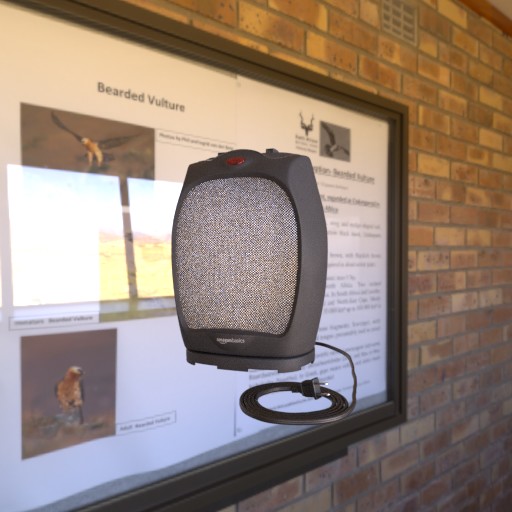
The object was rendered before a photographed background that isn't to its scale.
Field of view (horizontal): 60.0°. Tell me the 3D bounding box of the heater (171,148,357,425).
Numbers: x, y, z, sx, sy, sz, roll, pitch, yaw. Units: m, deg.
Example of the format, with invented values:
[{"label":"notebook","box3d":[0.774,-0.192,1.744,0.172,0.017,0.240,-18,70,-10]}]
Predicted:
[{"label":"heater","box3d":[0.000,0.000,0.492,0.239,0.255,0.291,0,0,19]}]
